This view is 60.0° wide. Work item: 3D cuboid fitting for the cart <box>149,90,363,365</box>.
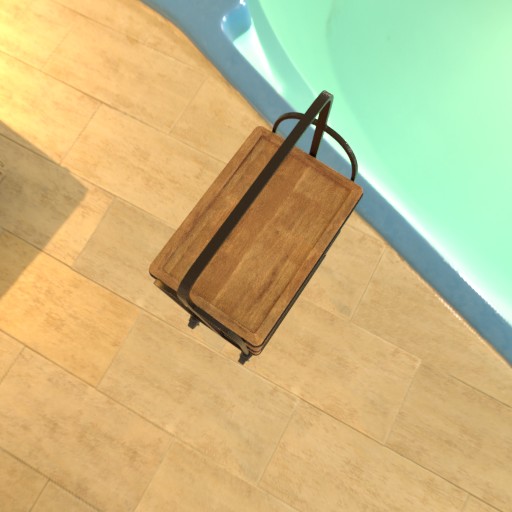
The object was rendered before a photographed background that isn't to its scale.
[{"bbox_3d":[0.000,0.000,1.278,0.327,1.001,0.553,34,78,8],"label":"cart"}]
